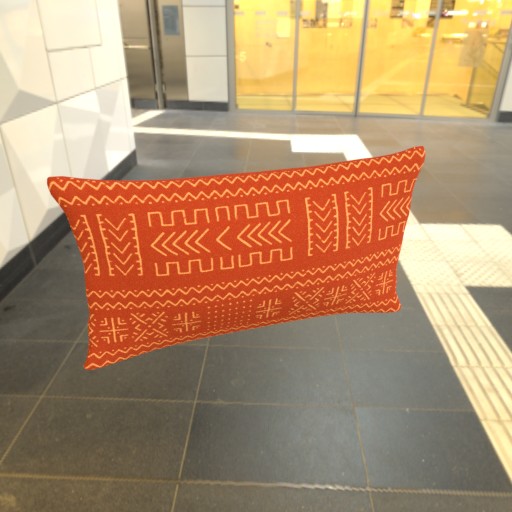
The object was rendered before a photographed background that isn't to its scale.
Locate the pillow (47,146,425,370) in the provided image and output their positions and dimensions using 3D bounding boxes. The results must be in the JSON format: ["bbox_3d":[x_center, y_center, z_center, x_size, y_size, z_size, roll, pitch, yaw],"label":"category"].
[{"bbox_3d":[0.000,0.000,0.794,0.640,0.352,0.130,-8,29,-15],"label":"pillow"}]
